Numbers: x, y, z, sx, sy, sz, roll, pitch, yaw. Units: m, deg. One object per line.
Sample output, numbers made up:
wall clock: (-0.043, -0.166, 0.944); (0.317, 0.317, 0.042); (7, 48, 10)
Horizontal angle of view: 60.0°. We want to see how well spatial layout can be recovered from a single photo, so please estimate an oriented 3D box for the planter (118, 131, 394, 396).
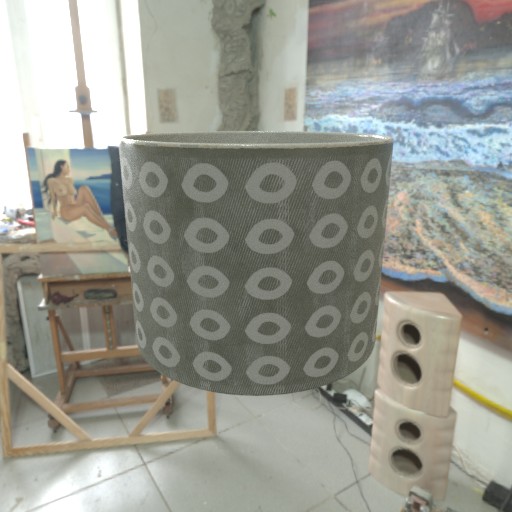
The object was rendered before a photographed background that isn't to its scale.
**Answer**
planter: (0.000, 0.000, 0.456); (0.250, 0.239, 0.250); (0, 18, 0)
